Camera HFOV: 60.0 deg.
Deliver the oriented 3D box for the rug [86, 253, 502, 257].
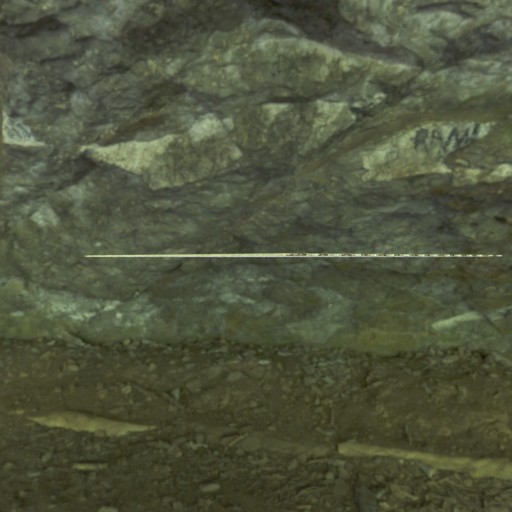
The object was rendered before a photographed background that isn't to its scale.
[{"bbox_3d":[0.000,0.000,2.913,1.544,0.010,2.435,0,0,-37],"label":"rug"}]
